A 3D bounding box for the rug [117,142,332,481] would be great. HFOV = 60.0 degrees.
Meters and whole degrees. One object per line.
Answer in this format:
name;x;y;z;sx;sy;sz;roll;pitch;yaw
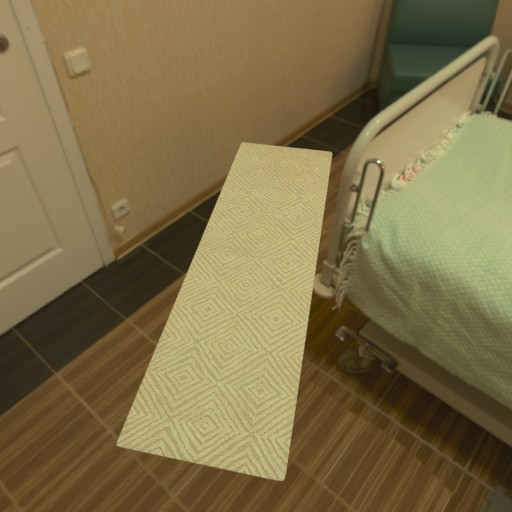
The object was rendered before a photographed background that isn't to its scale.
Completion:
rug;0.000;0.000;2.485;0.676;0.008;2.277;8;46;8
